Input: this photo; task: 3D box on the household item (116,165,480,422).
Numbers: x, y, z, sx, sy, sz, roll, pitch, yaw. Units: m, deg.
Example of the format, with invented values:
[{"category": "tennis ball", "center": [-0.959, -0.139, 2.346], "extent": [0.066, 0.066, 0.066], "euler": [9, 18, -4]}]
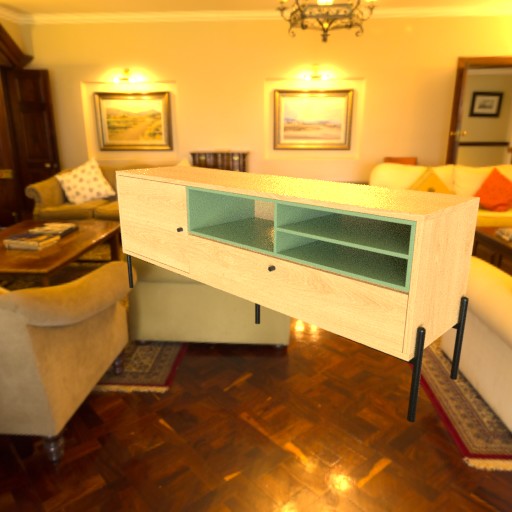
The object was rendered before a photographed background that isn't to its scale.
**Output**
[{"category": "household item", "center": [0.000, 0.000, 1.795], "extent": [1.550, 0.600, 0.400], "euler": [16, 23, 42]}]
